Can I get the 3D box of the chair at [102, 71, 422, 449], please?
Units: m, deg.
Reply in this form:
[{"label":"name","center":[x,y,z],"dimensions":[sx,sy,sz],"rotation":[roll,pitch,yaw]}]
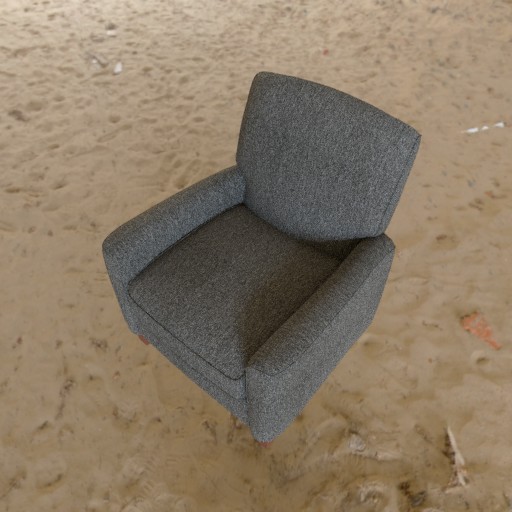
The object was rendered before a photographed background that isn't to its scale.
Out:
[{"label":"chair","center":[0.000,0.000,1.660],"dimensions":[0.848,1.014,0.864],"rotation":[32,54,27]}]
